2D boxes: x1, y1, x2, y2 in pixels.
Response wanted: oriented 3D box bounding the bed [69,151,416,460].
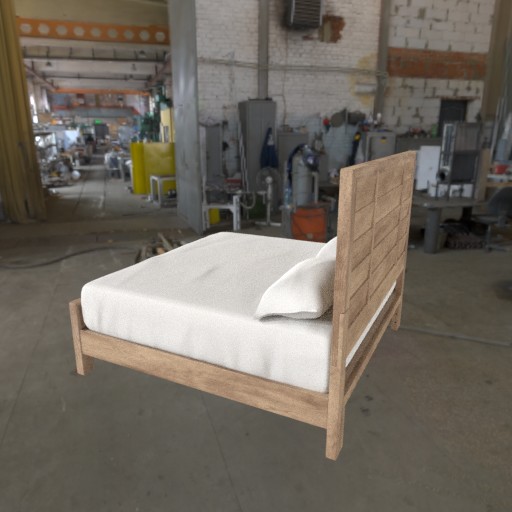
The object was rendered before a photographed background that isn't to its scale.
[{"bbox_3d":[0.000,0.000,3.605,2.062,1.626,2.032,8,18,26],"label":"bed"}]
